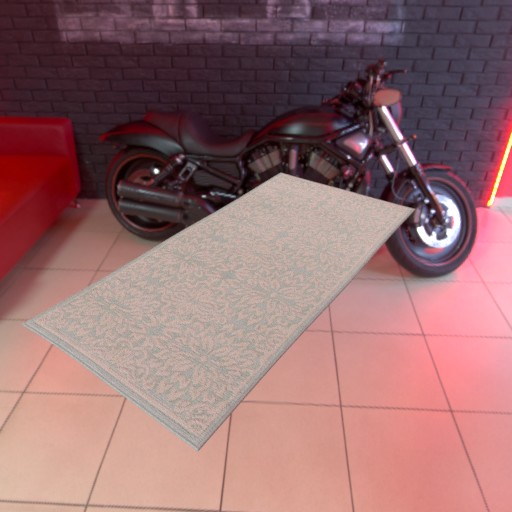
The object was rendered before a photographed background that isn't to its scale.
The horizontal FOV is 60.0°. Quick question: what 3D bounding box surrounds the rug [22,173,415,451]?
[{"bbox_3d":[0.000,0.000,1.398,0.604,0.007,1.219,21,39,29],"label":"rug"}]
